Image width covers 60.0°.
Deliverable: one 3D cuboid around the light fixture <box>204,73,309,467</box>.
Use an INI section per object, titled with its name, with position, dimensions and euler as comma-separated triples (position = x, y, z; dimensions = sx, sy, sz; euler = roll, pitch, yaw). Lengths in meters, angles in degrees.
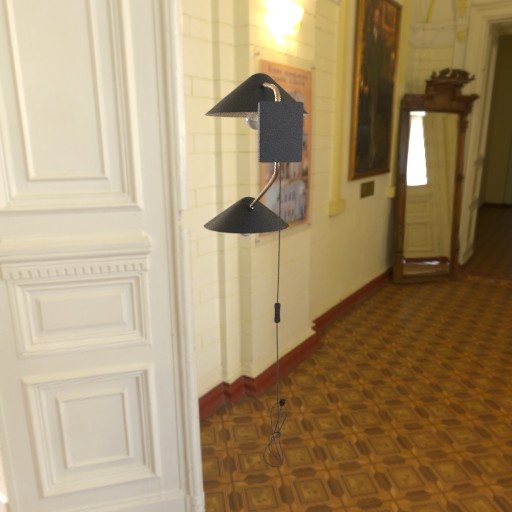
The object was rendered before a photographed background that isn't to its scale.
[light fixture]
position = 0.000, 0.000, 0.878
dimensions = 0.189, 0.665, 0.422
euler = -3, 15, -10
